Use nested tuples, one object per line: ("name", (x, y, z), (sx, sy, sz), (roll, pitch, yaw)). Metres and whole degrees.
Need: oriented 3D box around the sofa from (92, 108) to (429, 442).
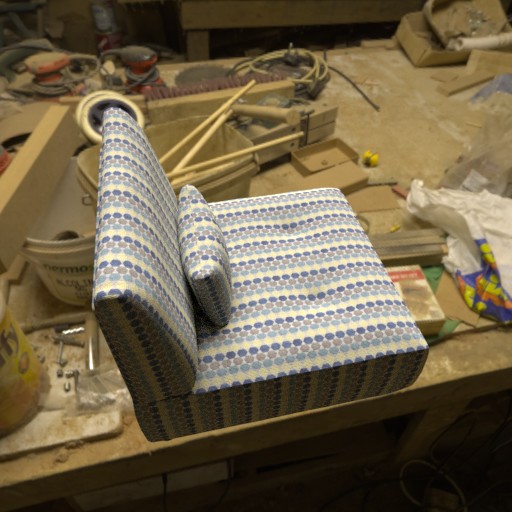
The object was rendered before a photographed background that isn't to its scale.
("sofa", (0.000, 0.000, 1.640), (1.000, 0.830, 0.930), (-9, 47, -8))
